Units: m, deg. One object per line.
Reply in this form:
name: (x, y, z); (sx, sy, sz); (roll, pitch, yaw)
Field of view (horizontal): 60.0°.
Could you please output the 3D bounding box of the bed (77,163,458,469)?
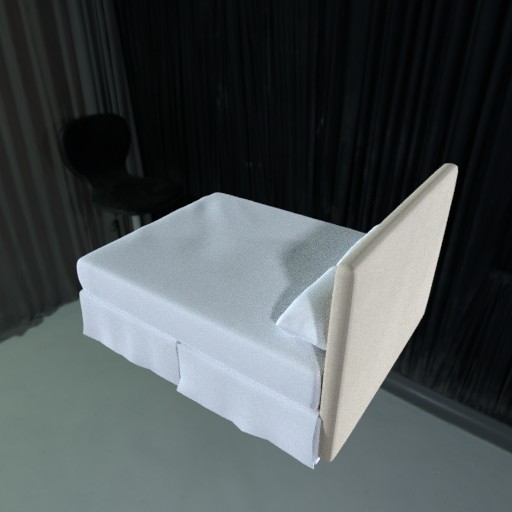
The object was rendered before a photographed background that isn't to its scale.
bed: (0.000, 0.000, 3.194); (2.142, 1.330, 1.723); (20, 36, 30)
